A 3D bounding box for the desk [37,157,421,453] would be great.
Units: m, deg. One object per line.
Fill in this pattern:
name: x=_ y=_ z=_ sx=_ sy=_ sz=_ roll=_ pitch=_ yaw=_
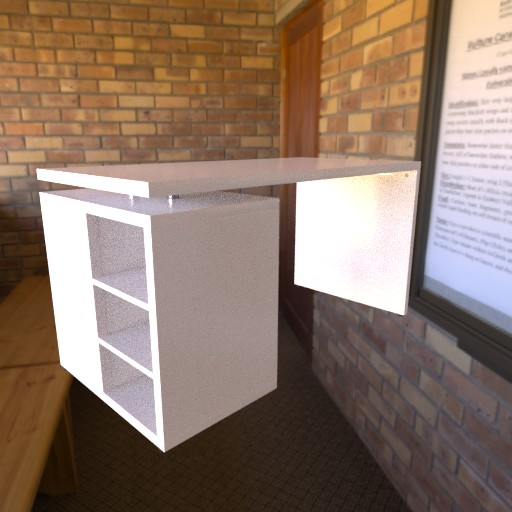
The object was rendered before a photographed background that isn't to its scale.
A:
desk: x=0.000 y=0.000 z=1.830 sx=0.690 sy=0.740 sz=1.400 roll=14 pitch=20 yaw=43
